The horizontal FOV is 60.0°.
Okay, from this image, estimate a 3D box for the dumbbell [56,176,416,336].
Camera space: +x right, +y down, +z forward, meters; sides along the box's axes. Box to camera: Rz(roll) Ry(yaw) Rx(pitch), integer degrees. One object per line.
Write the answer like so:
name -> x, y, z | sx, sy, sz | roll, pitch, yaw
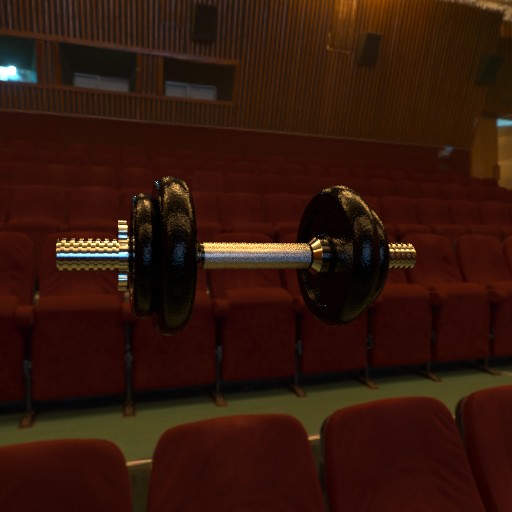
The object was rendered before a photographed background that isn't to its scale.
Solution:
dumbbell -> 0.000, 0.000, 0.604 | 0.497, 0.202, 0.202 | 0, 0, -18
